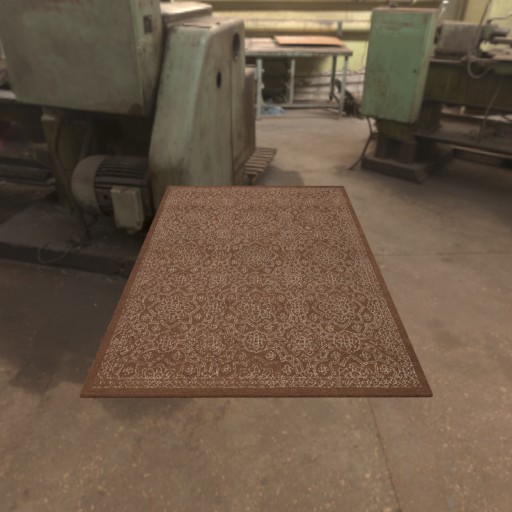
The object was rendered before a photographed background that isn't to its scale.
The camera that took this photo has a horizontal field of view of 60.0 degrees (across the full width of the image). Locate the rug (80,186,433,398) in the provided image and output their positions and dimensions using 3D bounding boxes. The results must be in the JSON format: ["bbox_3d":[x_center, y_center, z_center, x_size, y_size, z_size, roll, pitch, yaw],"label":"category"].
[{"bbox_3d":[0.000,0.000,2.295,1.219,0.010,1.829,0,32,0],"label":"rug"}]
